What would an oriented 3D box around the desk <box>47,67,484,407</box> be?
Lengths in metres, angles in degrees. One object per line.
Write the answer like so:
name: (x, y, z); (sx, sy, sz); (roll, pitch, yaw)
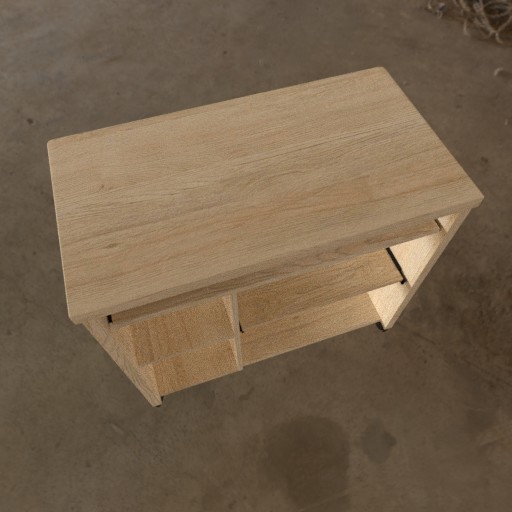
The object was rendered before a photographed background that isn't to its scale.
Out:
desk: (0.000, 0.000, 1.333); (0.885, 0.770, 0.480); (-16, 60, -10)
